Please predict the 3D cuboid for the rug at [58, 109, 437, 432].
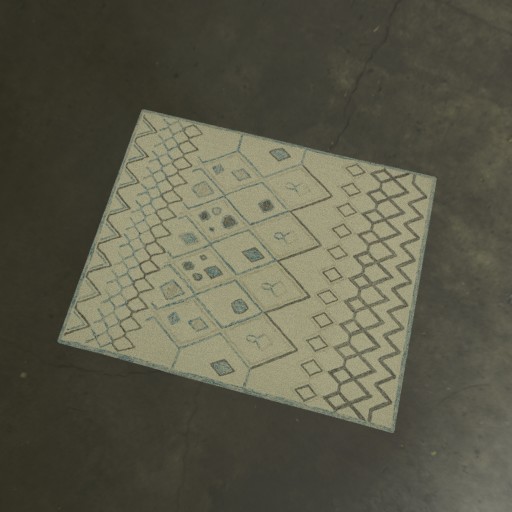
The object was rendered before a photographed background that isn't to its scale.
[{"bbox_3d":[0.000,0.000,4.175,3.056,0.013,2.441,14,76,4],"label":"rug"}]
